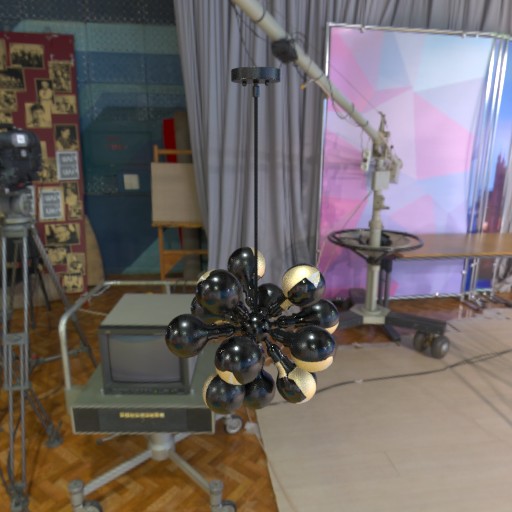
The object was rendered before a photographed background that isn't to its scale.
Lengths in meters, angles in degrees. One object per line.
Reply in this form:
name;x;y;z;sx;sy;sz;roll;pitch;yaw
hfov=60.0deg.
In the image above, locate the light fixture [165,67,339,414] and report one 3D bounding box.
light fixture;0.000;0.000;1.102;0.468;0.859;0.420;14;21;40
